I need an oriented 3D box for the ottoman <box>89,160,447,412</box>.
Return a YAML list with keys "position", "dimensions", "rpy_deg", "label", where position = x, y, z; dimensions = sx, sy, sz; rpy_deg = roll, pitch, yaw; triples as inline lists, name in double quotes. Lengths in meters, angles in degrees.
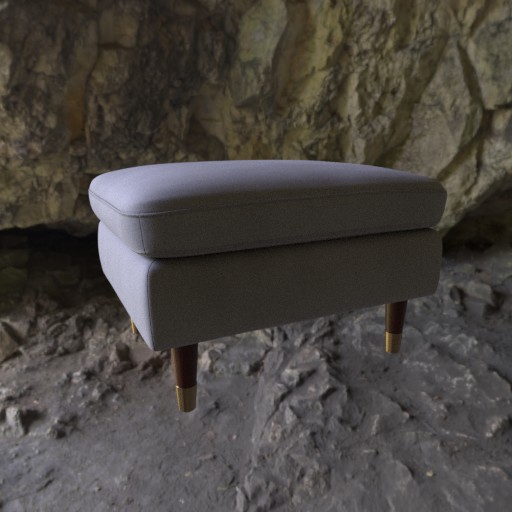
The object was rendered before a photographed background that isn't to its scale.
- position: [0.000, 0.000, 1.134]
  dimensions: [0.747, 0.478, 0.593]
  rpy_deg: [-7, 16, -26]
  label: "ottoman"
